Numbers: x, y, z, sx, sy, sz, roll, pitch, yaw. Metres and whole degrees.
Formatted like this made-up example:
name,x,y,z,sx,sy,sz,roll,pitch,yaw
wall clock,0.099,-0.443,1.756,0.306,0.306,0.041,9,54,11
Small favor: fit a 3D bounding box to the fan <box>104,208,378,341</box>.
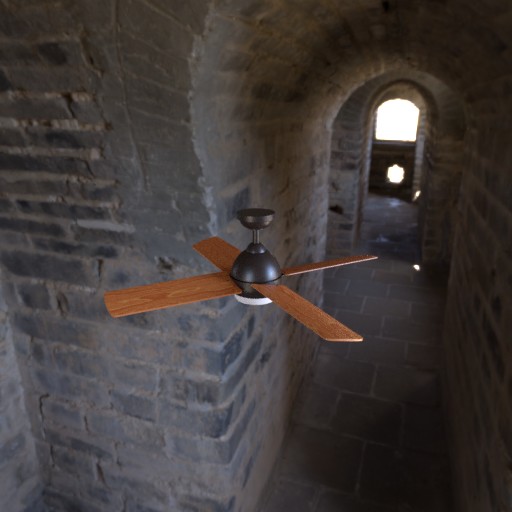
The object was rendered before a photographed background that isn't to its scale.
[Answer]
name,x,y,z,sx,sy,sz,roll,pitch,yaw
fan,0.000,0.000,2.002,1.332,0.403,1.332,-9,20,-26
